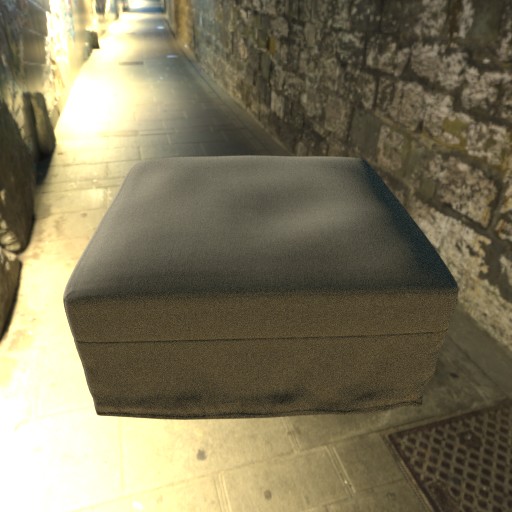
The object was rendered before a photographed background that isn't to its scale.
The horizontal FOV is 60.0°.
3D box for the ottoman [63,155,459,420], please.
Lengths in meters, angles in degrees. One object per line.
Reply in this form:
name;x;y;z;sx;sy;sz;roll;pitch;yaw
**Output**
ottoman;0.000;0.000;1.326;0.840;0.436;0.843;-1;31;-2
